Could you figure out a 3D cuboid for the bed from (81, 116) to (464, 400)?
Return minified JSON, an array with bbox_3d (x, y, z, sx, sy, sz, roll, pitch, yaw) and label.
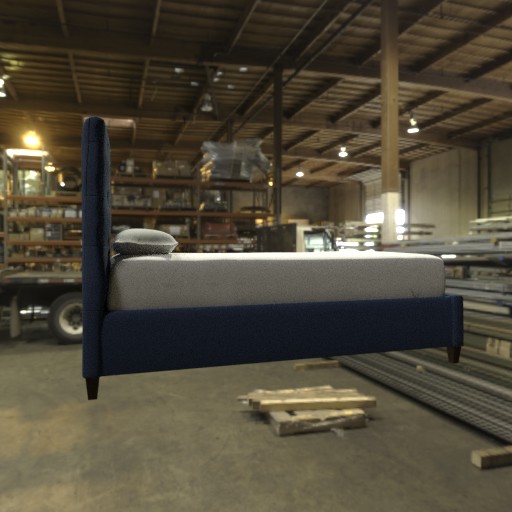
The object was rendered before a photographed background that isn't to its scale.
[{"bbox_3d":[0.000,0.000,3.370,2.387,1.427,1.706,0,1,-19],"label":"bed"}]
